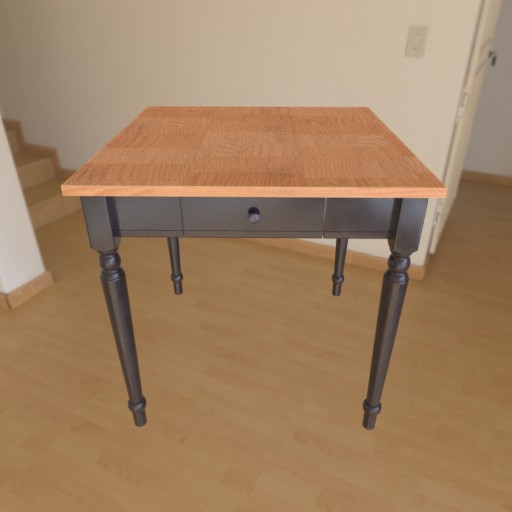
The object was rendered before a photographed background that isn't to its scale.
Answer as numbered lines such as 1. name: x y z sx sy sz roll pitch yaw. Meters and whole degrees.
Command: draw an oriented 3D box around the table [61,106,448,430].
1. table: 0.000 0.000 1.361 0.747 0.738 0.747 0 30 1
